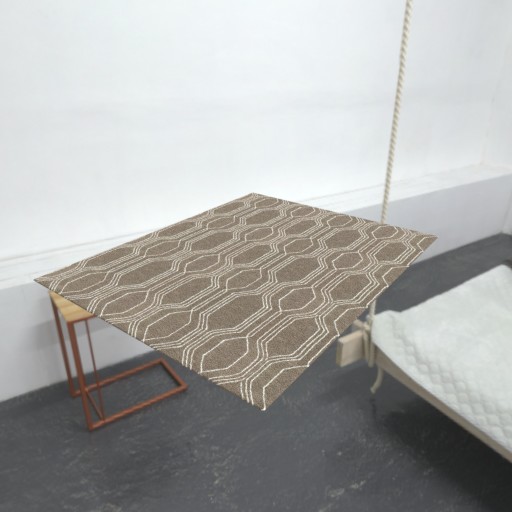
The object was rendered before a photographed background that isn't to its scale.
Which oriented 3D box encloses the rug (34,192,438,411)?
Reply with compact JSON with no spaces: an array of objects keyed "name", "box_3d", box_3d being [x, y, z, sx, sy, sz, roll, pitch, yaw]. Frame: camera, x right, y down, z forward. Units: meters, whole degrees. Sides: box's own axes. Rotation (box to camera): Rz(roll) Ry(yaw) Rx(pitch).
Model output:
[{"name":"rug","box_3d":[0.000,0.000,4.211,2.457,0.012,3.062,19,31,33]}]
